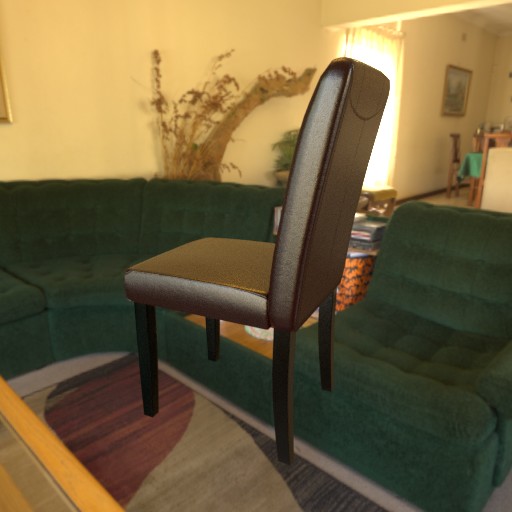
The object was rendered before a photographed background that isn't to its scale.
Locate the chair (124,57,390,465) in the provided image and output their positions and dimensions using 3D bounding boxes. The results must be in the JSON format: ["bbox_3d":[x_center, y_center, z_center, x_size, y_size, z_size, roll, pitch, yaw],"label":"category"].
[{"bbox_3d":[0.000,0.000,1.159,0.556,0.897,0.399,8,18,25],"label":"chair"}]
